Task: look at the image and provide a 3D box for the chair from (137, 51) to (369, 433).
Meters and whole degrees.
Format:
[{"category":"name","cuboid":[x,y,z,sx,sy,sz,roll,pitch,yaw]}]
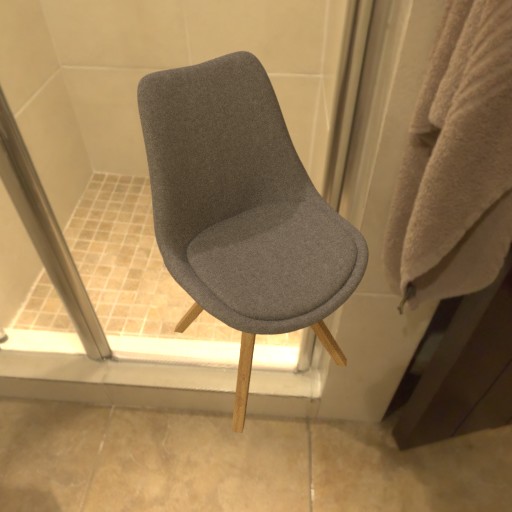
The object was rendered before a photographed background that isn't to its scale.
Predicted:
[{"category":"chair","cuboid":[0.000,0.000,1.198,0.483,0.865,0.550,-25,50,-23]}]
